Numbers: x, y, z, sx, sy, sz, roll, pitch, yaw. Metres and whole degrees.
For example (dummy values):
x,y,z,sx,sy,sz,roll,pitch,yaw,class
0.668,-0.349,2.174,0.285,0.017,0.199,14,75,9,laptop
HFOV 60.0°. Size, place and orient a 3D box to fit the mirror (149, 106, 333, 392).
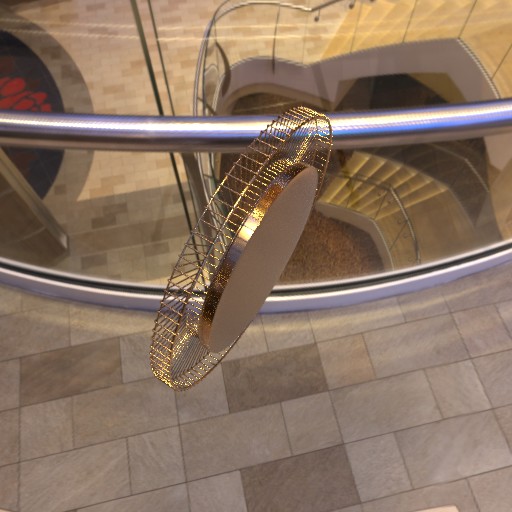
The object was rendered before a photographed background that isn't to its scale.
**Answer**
x,y,z,sx,sy,sz,roll,pitch,yaw,class
0.000,0.000,1.055,0.067,0.703,0.703,29,67,14,mirror
